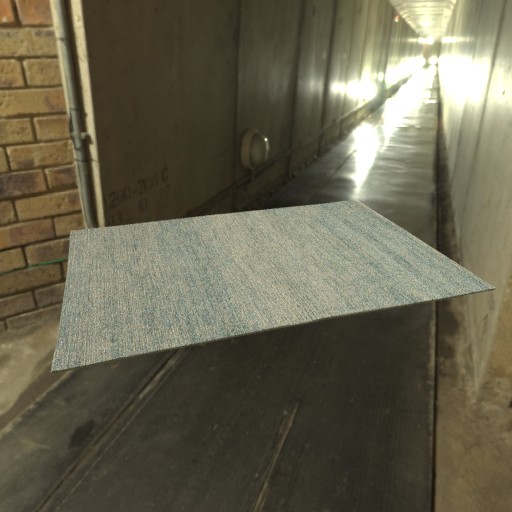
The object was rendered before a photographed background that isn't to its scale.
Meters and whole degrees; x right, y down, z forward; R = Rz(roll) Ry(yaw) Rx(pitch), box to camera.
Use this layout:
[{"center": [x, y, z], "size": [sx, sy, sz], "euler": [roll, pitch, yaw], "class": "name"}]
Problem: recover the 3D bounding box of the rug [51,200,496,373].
[{"center": [0.000, 0.000, 4.988], "size": [4.078, 0.052, 2.802], "euler": [-8, 27, -15], "class": "rug"}]
